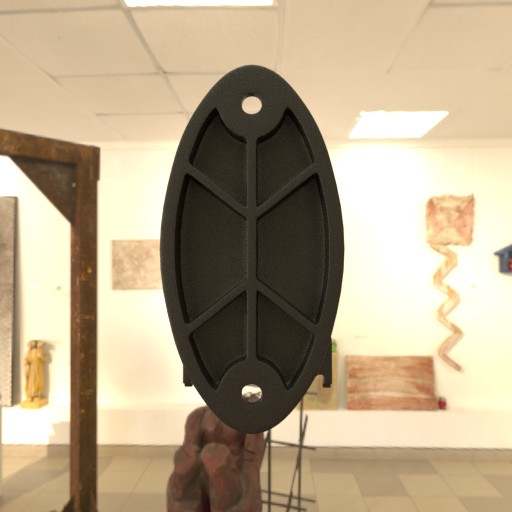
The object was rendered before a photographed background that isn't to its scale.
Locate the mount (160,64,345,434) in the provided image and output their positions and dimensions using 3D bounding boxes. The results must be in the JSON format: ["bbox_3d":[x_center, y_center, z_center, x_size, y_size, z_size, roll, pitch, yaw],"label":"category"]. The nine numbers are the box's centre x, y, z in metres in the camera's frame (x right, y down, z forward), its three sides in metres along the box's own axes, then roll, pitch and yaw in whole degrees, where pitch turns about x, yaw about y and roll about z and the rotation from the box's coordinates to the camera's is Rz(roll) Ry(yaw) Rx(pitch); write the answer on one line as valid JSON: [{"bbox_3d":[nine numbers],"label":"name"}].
[{"bbox_3d":[0.000,0.000,0.175,0.066,0.118,0.100,0,0,1],"label":"mount"}]
